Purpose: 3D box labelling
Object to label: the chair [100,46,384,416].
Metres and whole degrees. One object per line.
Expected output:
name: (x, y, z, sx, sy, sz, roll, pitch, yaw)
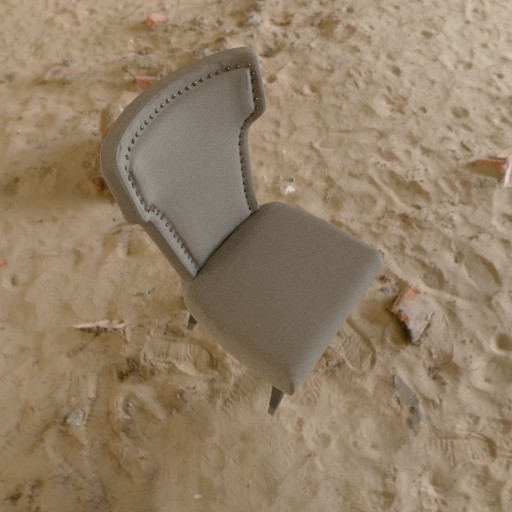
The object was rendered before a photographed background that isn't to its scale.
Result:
chair: (0.000, 0.000, 1.328, 0.630, 0.955, 0.526, 33, 64, 18)
